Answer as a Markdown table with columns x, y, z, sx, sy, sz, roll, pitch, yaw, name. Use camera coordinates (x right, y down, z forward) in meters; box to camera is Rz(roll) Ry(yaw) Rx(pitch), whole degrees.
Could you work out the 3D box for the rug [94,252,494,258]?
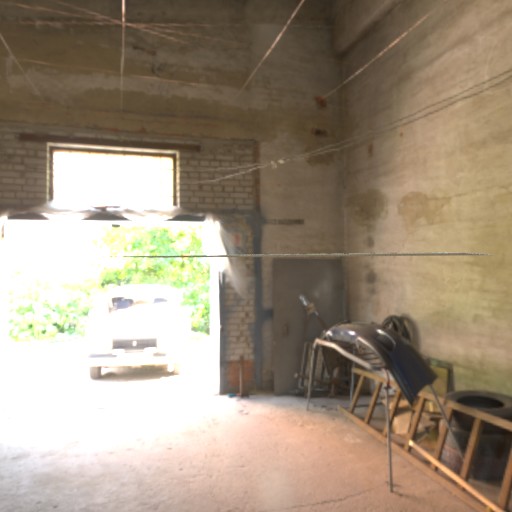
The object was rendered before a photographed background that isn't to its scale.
| x | y | z | sx | sy | sz | roll | pitch | yaw | name |
| --- | --- | --- | --- | --- | --- | --- | --- | --- | --- |
| 0.000 | 0.000 | 2.666 | 2.464 | 0.005 | 0.660 | -1 | -1 | 37 | rug |
